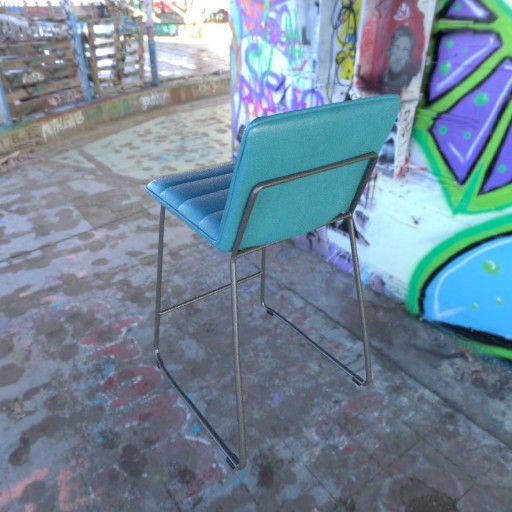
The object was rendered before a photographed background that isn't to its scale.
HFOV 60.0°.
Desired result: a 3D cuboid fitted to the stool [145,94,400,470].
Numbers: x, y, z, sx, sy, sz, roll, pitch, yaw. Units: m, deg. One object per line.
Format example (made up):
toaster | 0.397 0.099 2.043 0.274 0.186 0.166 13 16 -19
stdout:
stool | 0.000 0.000 1.185 0.489 0.866 0.524 -21 36 -31
